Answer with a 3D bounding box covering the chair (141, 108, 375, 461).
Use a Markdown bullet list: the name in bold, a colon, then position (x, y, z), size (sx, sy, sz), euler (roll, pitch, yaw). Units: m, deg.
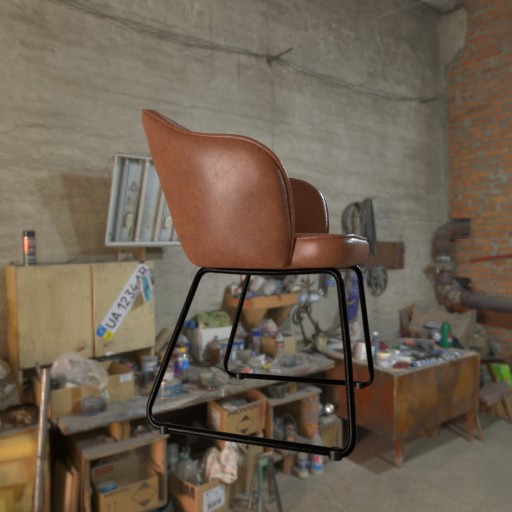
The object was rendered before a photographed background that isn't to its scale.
- **chair**: position (0.000, 0.000, 1.172), size (0.580, 0.785, 0.582), euler (0, 0, 18)
